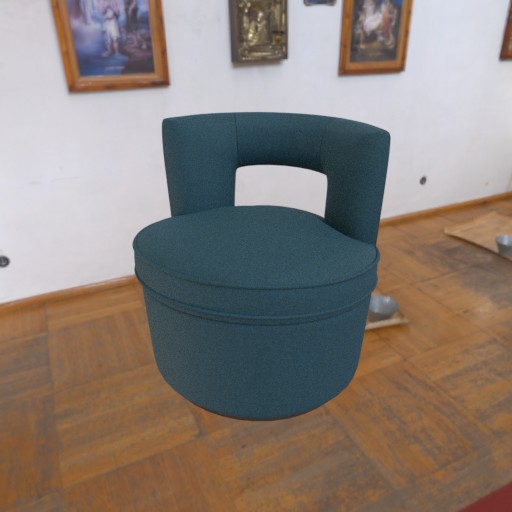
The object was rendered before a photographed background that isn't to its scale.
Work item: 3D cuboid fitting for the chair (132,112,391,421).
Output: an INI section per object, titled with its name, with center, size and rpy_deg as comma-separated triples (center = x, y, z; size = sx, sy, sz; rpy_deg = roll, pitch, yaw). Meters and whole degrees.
[chair]
center = 0.000, 0.000, 1.268
size = 0.684, 0.711, 0.660
rpy_deg = 9, 27, 17
